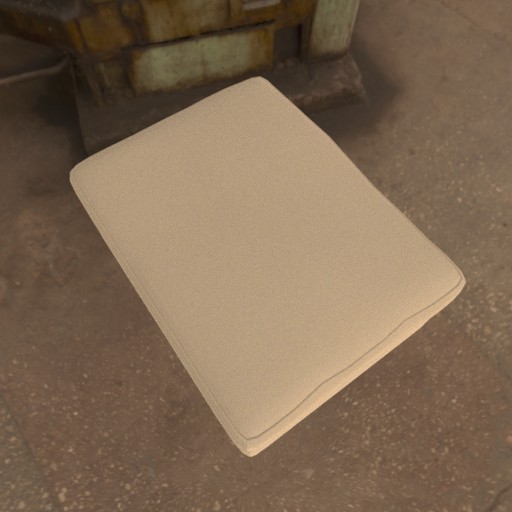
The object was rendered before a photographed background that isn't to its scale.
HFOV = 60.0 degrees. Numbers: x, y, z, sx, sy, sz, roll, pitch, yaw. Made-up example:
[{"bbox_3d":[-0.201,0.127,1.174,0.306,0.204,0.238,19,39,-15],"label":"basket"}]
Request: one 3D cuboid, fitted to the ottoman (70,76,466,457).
[{"bbox_3d":[0.000,0.000,1.216,0.634,0.485,0.818,-32,67,-15],"label":"ottoman"}]
